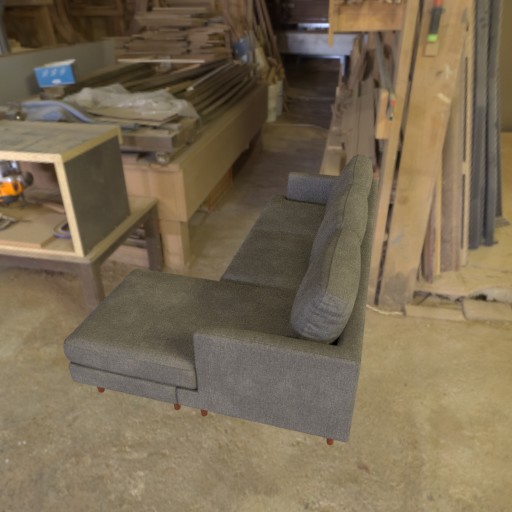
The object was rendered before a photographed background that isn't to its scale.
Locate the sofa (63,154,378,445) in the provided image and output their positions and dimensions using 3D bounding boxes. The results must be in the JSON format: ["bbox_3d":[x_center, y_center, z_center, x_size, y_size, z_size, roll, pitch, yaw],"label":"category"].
[{"bbox_3d":[0.000,0.000,3.034,1.504,0.956,2.233,8,31,13],"label":"sofa"}]
